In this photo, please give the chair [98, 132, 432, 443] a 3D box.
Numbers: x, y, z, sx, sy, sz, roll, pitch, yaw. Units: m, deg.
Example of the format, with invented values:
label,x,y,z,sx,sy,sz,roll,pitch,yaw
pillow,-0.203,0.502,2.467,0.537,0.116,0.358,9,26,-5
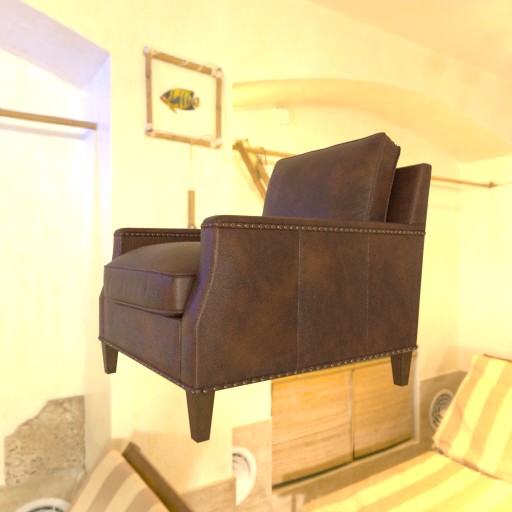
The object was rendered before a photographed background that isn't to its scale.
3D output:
label,x,y,z,sx,sy,sz,roll,pitch,yaw
chair,0.000,0.000,1.697,1.014,0.929,0.853,0,1,-35
